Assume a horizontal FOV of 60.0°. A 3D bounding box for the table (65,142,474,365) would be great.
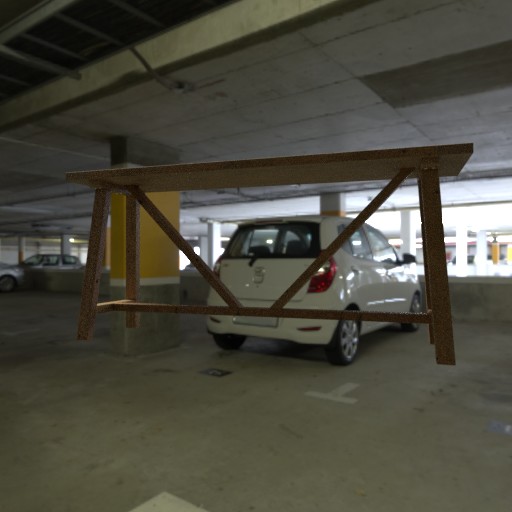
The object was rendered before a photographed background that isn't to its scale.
[{"bbox_3d":[0.000,0.000,2.094,1.800,0.810,0.465,0,-1,18],"label":"table"}]
